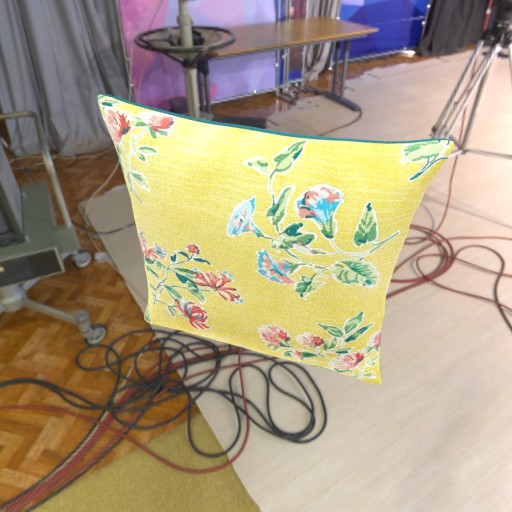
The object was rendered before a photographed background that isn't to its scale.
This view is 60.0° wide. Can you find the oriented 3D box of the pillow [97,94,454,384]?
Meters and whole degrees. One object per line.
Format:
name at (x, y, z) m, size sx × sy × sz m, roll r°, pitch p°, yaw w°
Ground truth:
pillow at (0.000, 0.000, 0.779) m, size 0.525 × 0.508 × 0.166 m, roll 12°, pitch 41°, yaw 14°
